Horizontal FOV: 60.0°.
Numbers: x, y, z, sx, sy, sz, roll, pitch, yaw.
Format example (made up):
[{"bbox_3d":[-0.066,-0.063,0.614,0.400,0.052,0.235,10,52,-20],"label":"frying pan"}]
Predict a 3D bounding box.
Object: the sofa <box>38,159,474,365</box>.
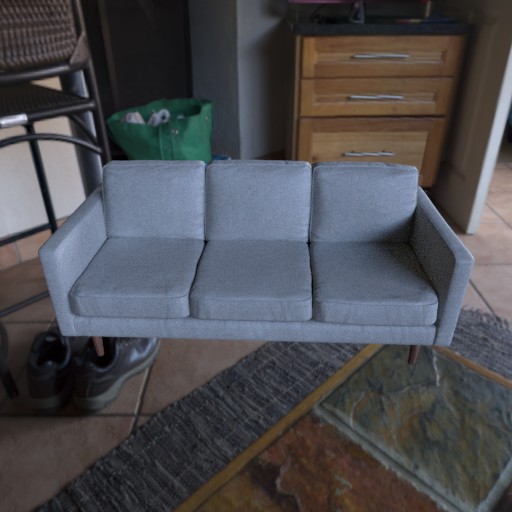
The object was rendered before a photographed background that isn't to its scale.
[{"bbox_3d":[0.000,0.000,2.482,1.983,0.918,0.944,1,30,2],"label":"sofa"}]
